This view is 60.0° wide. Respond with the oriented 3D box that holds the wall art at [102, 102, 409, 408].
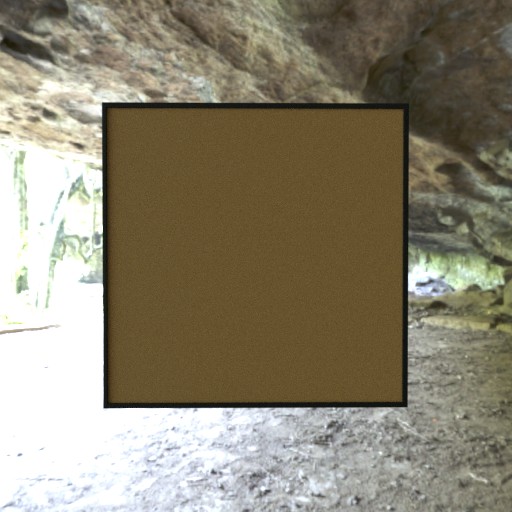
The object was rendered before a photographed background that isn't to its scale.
[{"bbox_3d":[0.000,0.000,0.670,0.458,0.457,0.013,0,1,-1],"label":"wall art"}]
